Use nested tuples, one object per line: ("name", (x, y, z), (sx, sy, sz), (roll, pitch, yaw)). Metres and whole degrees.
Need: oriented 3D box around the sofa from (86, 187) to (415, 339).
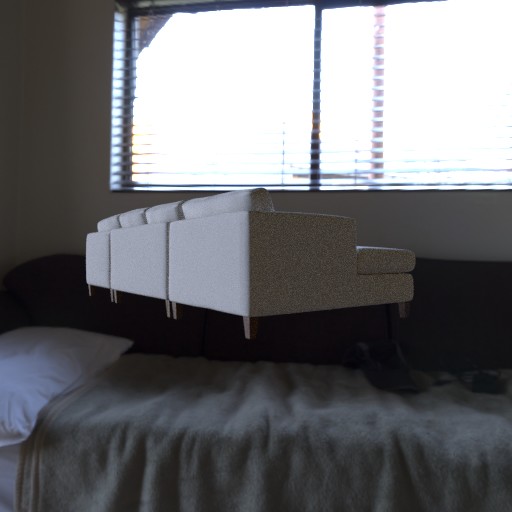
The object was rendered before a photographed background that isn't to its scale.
("sofa", (0.000, 0.000, 4.664), (2.593, 0.956, 3.459), (0, 0, -36))
